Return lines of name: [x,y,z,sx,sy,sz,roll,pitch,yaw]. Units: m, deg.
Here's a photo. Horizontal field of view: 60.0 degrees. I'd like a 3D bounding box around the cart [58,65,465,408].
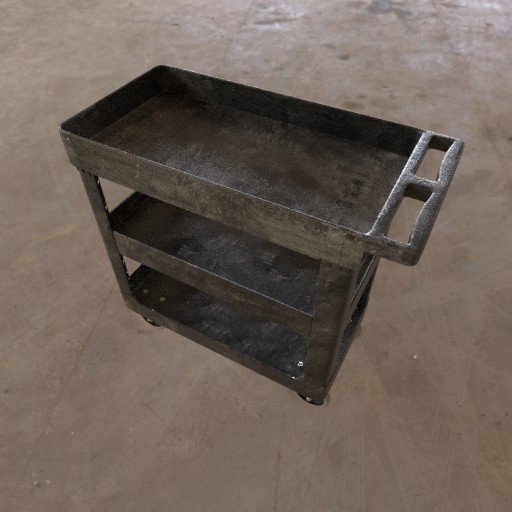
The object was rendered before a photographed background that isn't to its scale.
cart: [0.000,0.000,1.331,0.877,0.824,0.420,22,50,19]
